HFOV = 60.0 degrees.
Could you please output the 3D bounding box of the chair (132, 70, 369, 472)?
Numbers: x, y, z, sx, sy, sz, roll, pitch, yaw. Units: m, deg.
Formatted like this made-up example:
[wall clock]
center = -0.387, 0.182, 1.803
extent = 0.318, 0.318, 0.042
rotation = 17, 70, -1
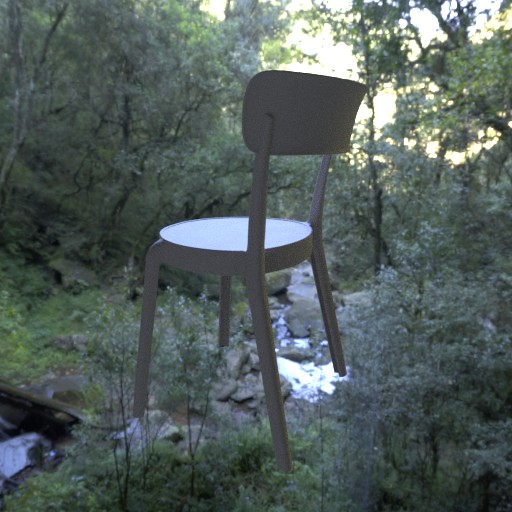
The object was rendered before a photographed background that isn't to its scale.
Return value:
[chair]
center = 0.000, 0.000, 1.104
extent = 0.491, 0.790, 0.506
rotation = 7, 17, 26
